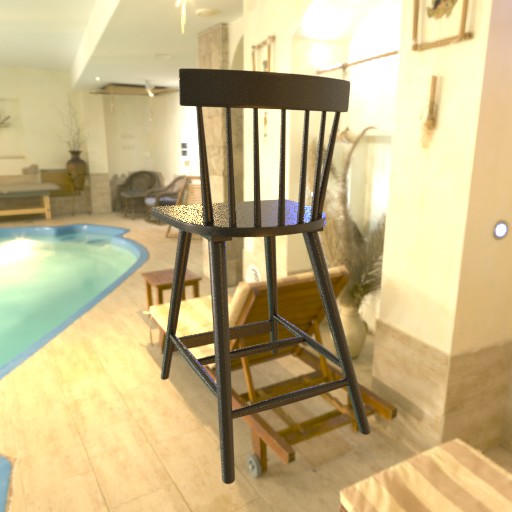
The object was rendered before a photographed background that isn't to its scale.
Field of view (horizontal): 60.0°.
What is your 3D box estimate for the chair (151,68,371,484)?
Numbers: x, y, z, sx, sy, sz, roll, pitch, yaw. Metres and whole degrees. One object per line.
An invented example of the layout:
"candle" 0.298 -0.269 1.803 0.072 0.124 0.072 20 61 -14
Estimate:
"chair" 0.000 0.000 1.278 0.483 0.952 0.572 -7 16 -26
